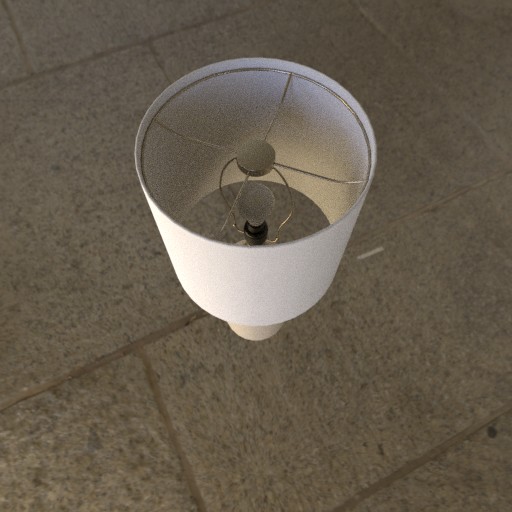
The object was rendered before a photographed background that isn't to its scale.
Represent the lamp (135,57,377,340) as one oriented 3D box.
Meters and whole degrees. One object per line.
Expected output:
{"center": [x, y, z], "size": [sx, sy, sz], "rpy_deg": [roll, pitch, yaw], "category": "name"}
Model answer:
{"center": [0.000, 0.000, 0.618], "size": [0.220, 0.475, 0.220], "rpy_deg": [31, 68, 14], "category": "lamp"}
